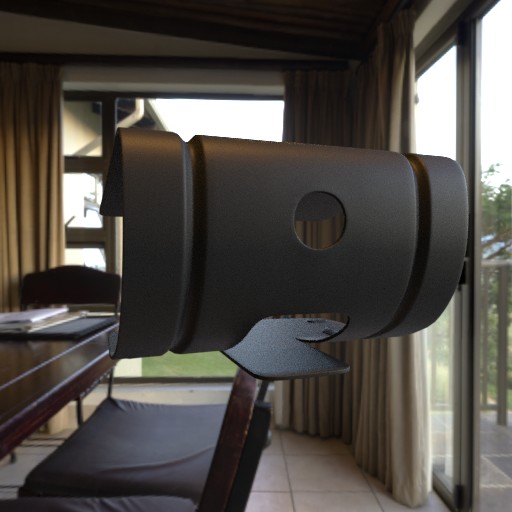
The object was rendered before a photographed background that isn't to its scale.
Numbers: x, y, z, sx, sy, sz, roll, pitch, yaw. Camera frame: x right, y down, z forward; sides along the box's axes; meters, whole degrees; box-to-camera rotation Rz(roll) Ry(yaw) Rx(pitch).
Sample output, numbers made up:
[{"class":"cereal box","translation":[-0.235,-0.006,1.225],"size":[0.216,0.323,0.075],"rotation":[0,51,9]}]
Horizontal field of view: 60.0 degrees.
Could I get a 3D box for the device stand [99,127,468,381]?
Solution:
[{"class":"device stand","translation":[0.000,0.000,0.385],"size":[0.256,0.155,0.236],"rotation":[0,1,-20]}]
